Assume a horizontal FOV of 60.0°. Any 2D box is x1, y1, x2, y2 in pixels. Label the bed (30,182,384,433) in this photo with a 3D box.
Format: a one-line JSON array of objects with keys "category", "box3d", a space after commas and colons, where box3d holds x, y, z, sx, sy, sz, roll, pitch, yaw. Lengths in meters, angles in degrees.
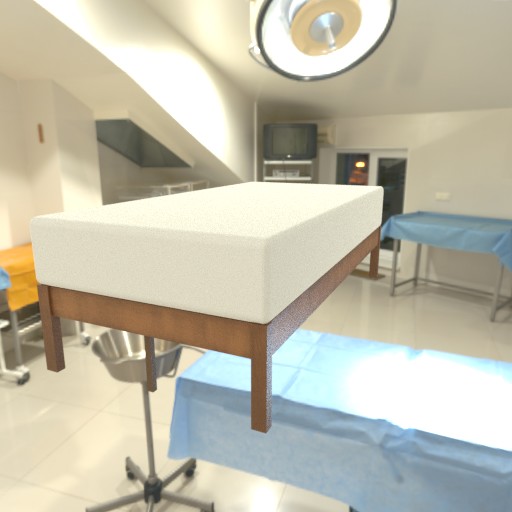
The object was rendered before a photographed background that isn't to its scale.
[{"category": "bed", "box3d": [0.000, 0.000, 2.329, 0.961, 0.616, 1.902, 6, 15, 24]}]
